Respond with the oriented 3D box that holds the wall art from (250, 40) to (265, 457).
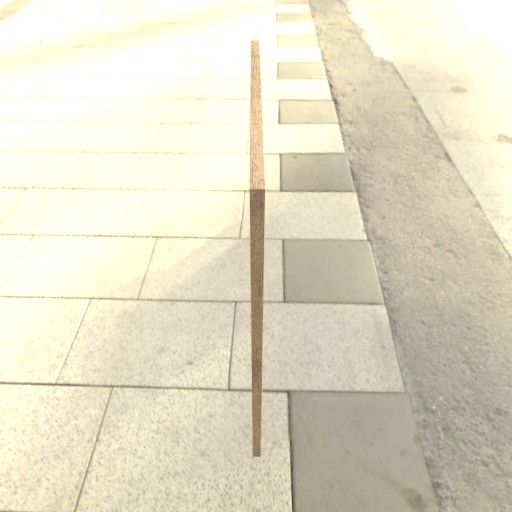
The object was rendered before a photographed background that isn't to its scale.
[{"bbox_3d":[0.000,0.000,0.923,0.018,0.686,0.534,0,42,0],"label":"wall art"}]
